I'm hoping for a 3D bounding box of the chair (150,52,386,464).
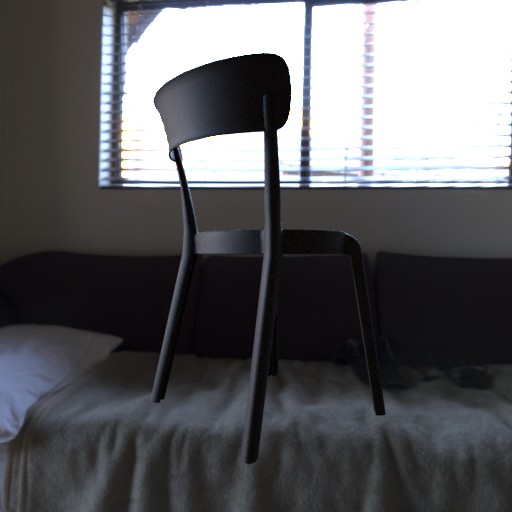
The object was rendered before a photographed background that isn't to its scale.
[{"bbox_3d":[0.000,0.000,1.134,0.491,0.790,0.506,0,1,-37],"label":"chair"}]
